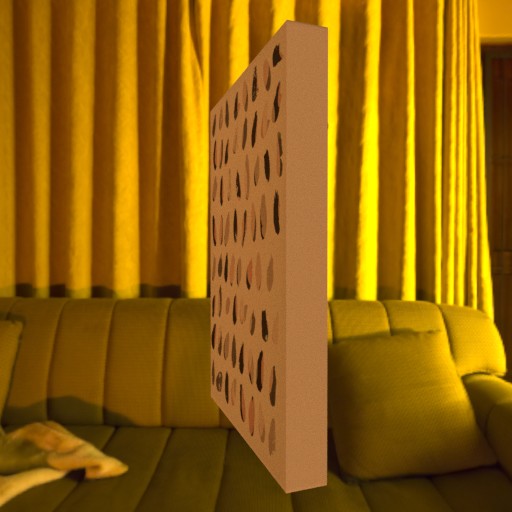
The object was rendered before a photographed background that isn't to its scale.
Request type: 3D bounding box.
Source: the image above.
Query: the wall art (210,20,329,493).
[{"bbox_3d":[0.000,0.000,0.482,0.039,0.381,0.252,0,1,-20],"label":"wall art"}]
